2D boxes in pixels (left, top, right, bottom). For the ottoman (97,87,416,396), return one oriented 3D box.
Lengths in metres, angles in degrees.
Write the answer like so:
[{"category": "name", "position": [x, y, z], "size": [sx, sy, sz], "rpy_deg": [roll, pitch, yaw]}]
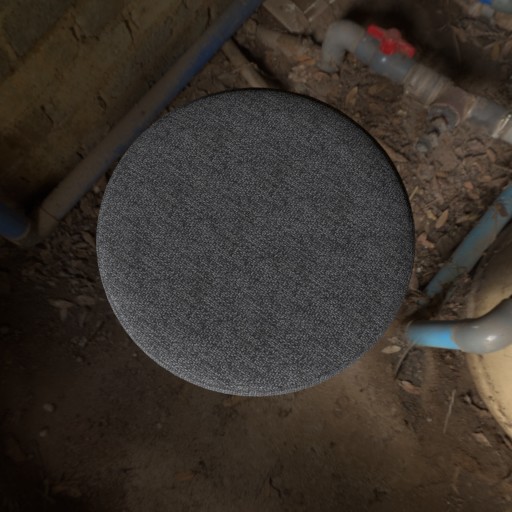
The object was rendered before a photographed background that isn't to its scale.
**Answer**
[{"category": "ottoman", "position": [0.000, 0.000, 0.896], "size": [0.520, 0.430, 0.520], "rpy_deg": [0, 76, 0]}]
